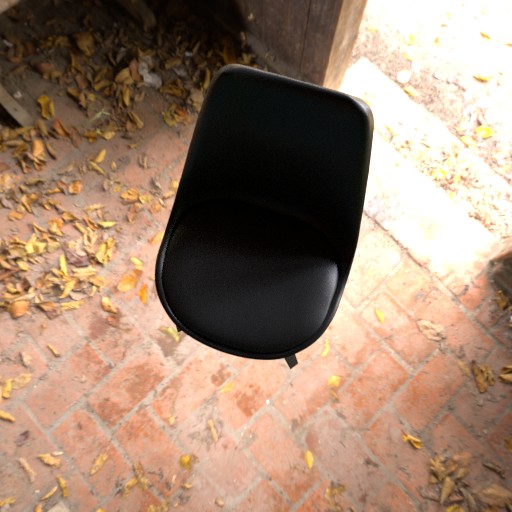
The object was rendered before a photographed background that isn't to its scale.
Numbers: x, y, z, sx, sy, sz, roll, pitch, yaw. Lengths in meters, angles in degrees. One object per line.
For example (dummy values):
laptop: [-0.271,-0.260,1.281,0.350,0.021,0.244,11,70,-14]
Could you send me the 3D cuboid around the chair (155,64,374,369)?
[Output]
chair: [0.000,0.000,1.183,0.485,0.850,0.530,17,77,4]
